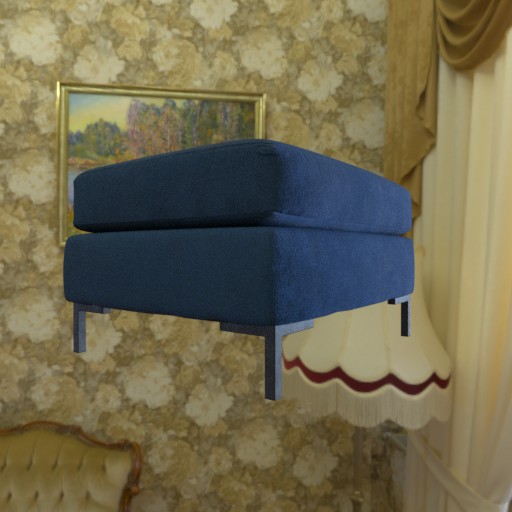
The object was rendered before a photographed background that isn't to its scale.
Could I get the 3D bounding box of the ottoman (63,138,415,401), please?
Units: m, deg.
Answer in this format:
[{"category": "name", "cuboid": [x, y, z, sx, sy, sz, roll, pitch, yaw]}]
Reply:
[{"category": "ottoman", "cuboid": [0.000, 0.000, 1.227, 0.655, 0.485, 0.794, 0, 1, 37]}]
